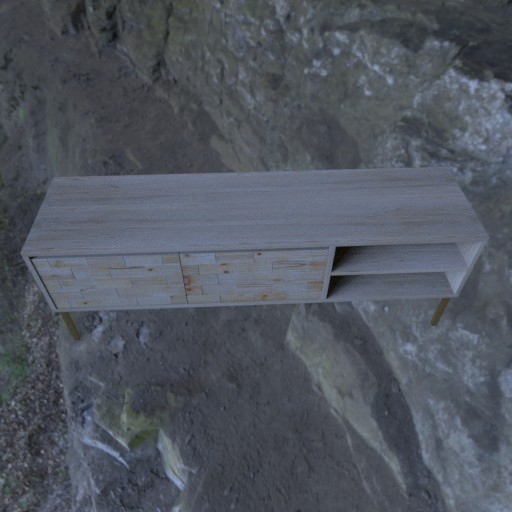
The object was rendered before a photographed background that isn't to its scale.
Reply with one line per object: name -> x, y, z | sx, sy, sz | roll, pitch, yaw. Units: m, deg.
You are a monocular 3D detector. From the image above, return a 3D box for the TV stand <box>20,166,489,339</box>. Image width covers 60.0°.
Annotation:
TV stand -> 0.000, 0.000, 1.854 | 1.600, 0.550, 0.420 | -2, 47, -2
